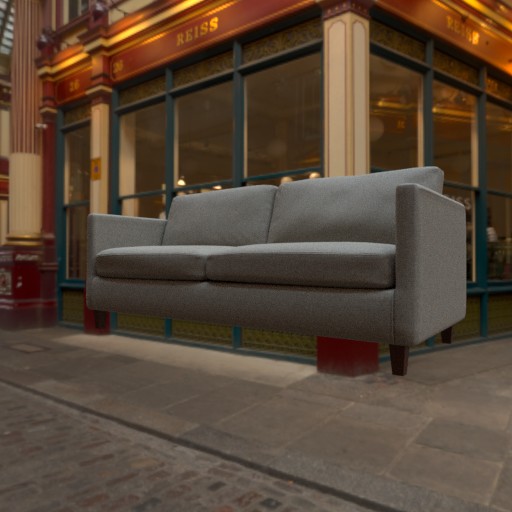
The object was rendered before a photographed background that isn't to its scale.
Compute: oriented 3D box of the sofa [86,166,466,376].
[{"bbox_3d":[0.000,0.000,2.707,2.208,0.963,0.956,0,0,36],"label":"sofa"}]
